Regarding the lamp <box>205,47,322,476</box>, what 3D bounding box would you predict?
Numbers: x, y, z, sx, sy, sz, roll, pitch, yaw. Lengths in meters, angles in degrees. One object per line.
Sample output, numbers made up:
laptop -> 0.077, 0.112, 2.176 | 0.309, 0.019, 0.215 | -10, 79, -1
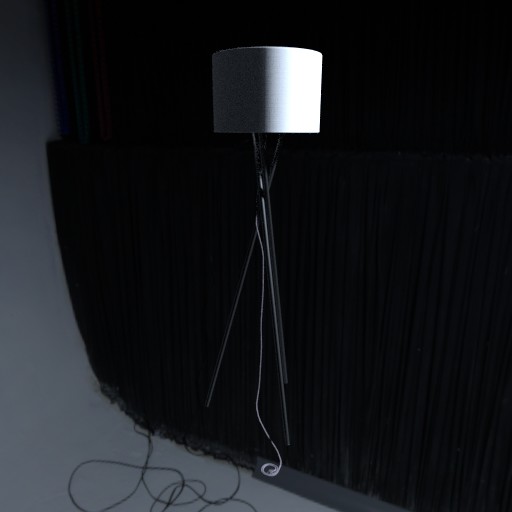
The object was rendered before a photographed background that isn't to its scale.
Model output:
lamp -> 0.000, 0.000, 1.950 | 0.522, 1.624, 0.667 | 9, 18, 27
